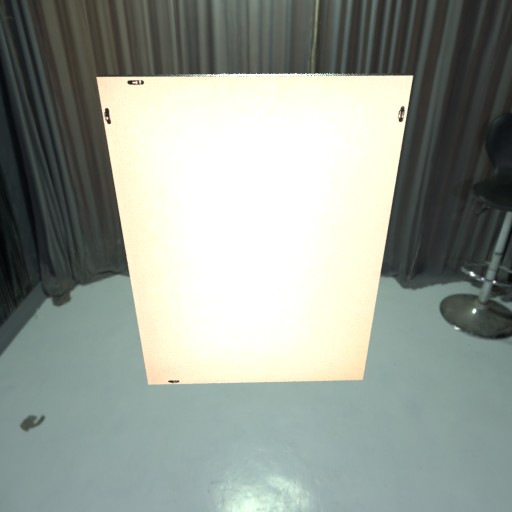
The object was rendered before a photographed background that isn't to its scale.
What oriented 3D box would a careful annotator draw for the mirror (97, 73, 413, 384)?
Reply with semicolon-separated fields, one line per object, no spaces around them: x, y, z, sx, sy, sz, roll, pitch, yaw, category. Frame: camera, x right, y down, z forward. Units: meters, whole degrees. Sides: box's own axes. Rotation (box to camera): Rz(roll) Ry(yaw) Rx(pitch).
0.000;0.000;1.333;0.762;1.016;0.040;-1;30;-1;mirror
